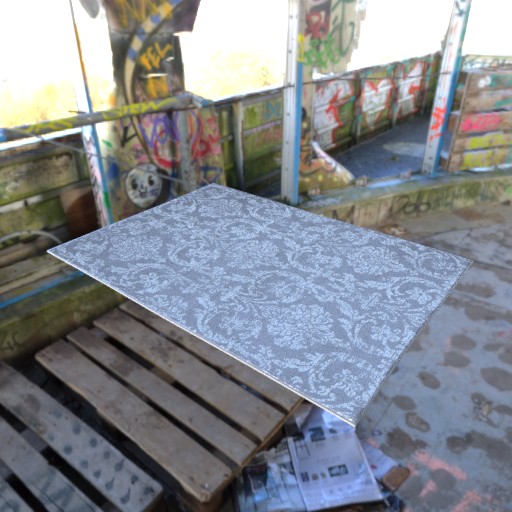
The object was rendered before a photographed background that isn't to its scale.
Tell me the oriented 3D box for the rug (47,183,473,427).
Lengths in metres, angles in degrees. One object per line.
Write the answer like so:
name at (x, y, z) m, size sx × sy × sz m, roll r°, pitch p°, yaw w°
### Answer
rug at (0.000, 0.000, 2.813) m, size 2.206 × 0.014 × 1.578 m, roll 21°, pitch 36°, yaw 32°
